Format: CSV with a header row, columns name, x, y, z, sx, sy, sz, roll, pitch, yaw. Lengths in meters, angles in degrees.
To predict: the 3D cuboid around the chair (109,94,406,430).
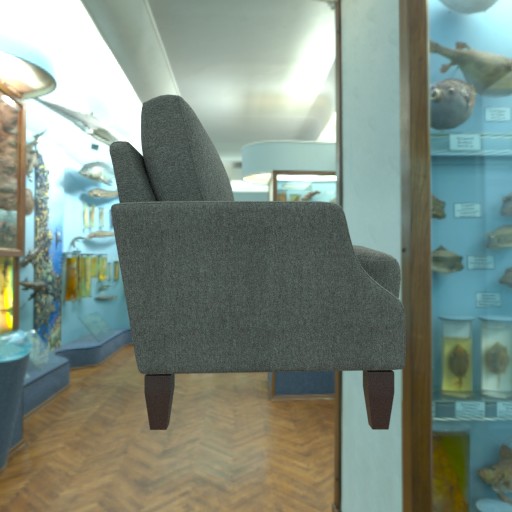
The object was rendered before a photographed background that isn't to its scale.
name,x,y,z,sx,sy,sz,roll,pitch,yaw
chair,0.000,0.000,1.649,0.897,0.993,0.855,0,-1,0
